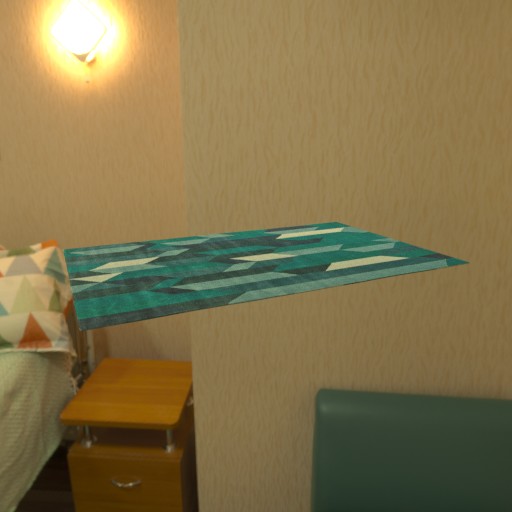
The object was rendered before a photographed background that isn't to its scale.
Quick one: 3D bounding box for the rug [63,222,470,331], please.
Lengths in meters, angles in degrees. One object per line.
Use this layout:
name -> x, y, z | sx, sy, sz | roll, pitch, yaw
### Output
rug -> 0.000, 0.000, 3.096 | 2.420, 0.005, 1.528 | -7, 17, -24
